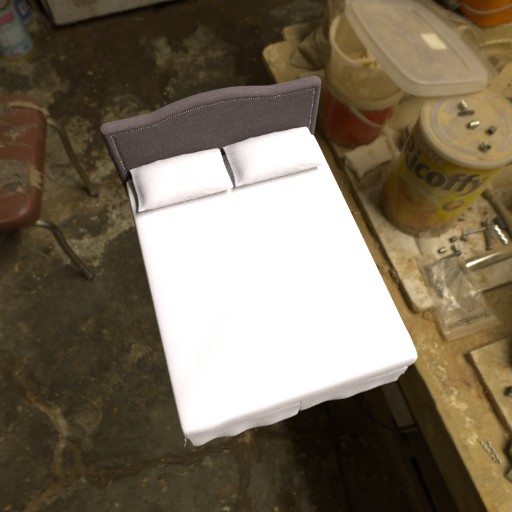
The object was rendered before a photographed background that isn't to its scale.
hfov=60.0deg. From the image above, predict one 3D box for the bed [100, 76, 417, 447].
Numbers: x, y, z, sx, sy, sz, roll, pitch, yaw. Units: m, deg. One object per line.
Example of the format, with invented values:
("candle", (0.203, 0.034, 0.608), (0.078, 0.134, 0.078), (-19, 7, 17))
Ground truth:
("bed", (0.000, 0.000, 4.008), (2.161, 1.457, 2.689), (-16, 65, -8))
